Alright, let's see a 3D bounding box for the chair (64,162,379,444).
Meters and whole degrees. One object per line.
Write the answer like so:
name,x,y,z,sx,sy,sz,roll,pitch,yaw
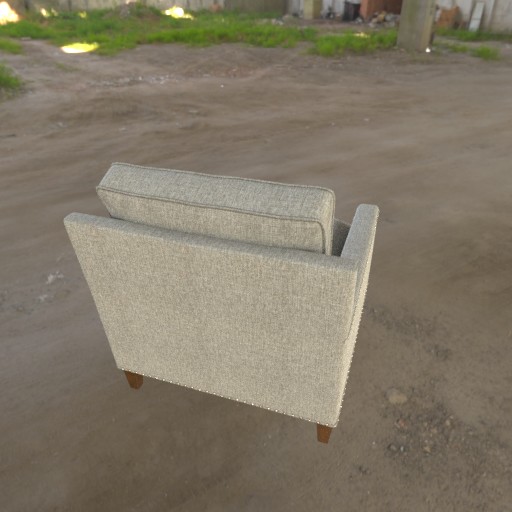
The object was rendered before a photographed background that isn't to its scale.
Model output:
chair,0.000,0.000,1.740,0.853,0.943,1.014,10,33,16
